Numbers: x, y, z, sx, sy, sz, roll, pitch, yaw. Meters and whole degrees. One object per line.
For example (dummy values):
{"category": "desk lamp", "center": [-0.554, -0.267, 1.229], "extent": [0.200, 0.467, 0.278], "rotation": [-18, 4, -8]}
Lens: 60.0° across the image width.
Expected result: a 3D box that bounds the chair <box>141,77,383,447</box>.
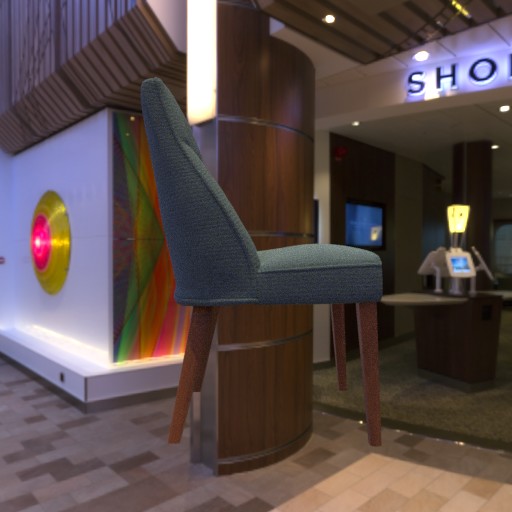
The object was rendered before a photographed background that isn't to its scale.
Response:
{"category": "chair", "center": [0.000, 0.000, 1.305], "extent": [0.620, 0.930, 0.500], "rotation": [0, 1, 0]}
